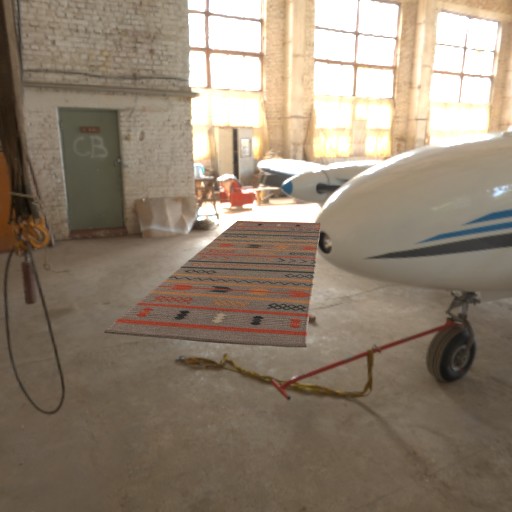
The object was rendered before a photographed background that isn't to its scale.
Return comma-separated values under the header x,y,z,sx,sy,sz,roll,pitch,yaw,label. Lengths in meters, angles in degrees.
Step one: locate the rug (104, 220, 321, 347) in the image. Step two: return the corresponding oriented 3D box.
x,y,z,sx,sy,sz,roll,pitch,yaw,label
0.000,0.000,2.713,0.744,0.022,2.419,2,15,9,rug
